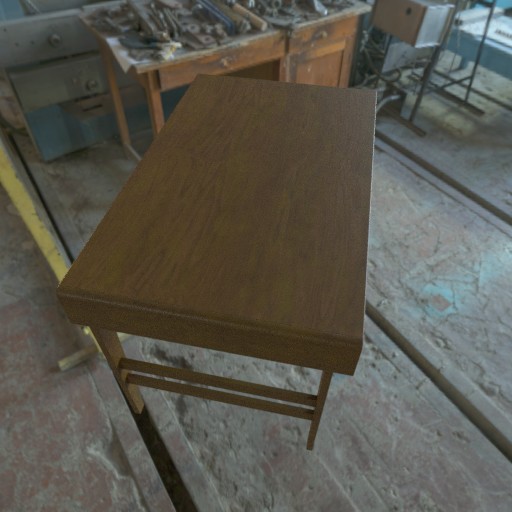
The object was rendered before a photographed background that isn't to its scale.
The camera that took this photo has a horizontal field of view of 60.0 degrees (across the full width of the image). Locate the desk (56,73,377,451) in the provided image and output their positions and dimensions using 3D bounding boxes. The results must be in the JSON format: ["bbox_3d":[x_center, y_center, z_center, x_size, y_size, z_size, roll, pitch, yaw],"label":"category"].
[{"bbox_3d":[0.000,0.000,1.536,0.660,0.754,1.066,9,48,8],"label":"desk"}]
